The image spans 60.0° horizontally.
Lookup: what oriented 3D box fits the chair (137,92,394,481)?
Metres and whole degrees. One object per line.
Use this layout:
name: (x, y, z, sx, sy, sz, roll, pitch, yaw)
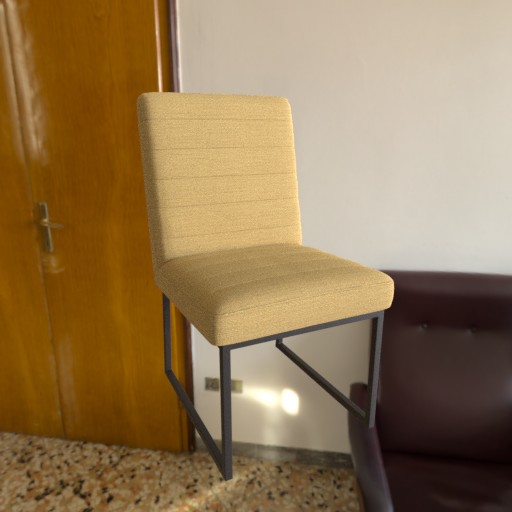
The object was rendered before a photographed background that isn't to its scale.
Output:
chair: (0.000, 0.000, 1.305, 0.520, 0.930, 0.634, -8, 18, -25)
